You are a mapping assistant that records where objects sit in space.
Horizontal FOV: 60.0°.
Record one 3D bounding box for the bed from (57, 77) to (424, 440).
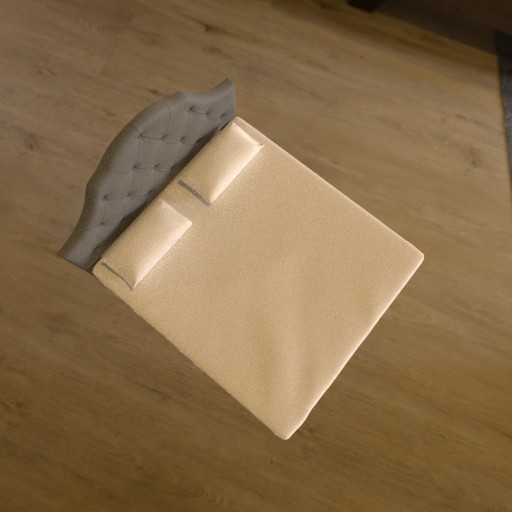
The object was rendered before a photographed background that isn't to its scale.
[{"bbox_3d":[0.000,0.000,3.543,2.214,1.615,2.008,39,79,9],"label":"bed"}]
